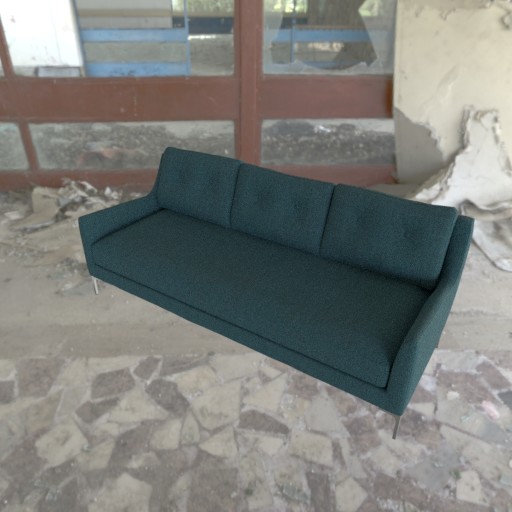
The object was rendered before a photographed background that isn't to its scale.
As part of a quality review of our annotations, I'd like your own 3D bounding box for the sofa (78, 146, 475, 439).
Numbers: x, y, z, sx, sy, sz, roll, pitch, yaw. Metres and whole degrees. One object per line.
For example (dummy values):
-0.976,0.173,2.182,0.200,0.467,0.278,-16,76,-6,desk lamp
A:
0.000,0.000,2.522,2.060,0.837,0.849,18,35,29,sofa
